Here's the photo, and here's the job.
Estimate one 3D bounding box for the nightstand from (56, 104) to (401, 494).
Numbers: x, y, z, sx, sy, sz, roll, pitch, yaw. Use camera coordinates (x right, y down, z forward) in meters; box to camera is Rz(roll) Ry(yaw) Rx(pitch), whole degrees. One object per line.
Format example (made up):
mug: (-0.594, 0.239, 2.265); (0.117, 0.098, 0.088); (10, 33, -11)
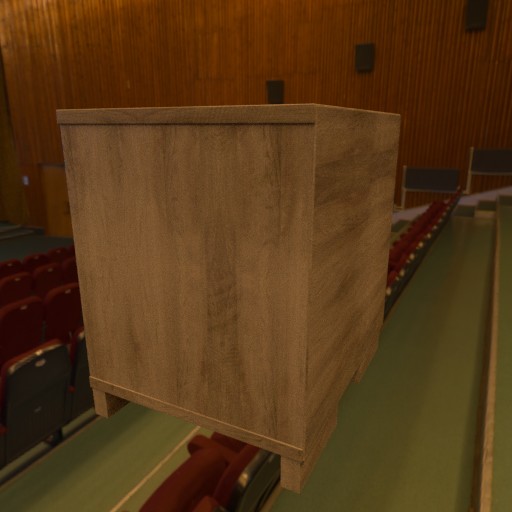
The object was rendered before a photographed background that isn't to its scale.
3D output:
nightstand: (0.000, 0.000, 0.727); (0.347, 0.448, 0.427); (8, 18, 26)
